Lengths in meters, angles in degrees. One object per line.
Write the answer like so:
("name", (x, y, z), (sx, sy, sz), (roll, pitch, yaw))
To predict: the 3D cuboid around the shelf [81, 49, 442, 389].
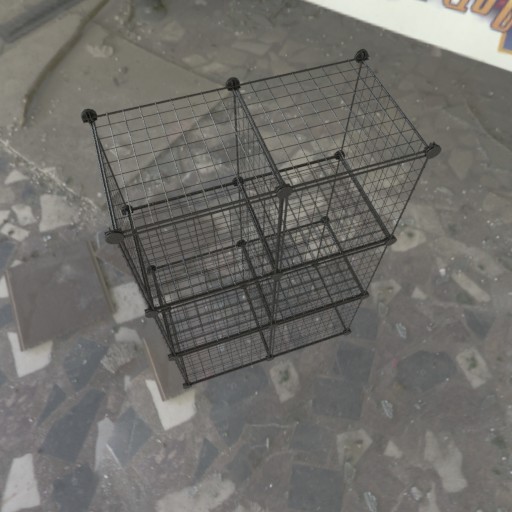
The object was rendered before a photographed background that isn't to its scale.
("shelf", (0.000, 0.000, 1.413), (0.711, 1.067, 0.356), (-16, 60, -10))
